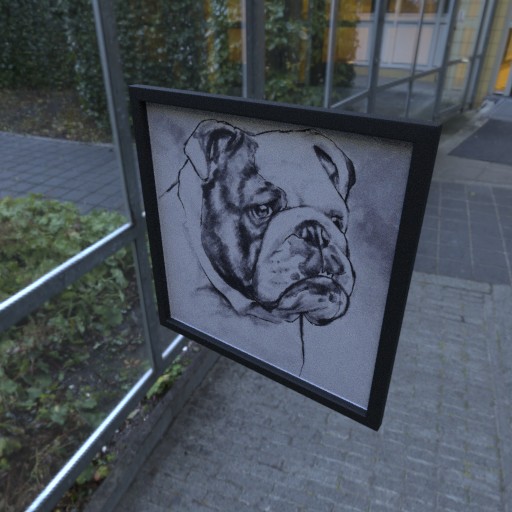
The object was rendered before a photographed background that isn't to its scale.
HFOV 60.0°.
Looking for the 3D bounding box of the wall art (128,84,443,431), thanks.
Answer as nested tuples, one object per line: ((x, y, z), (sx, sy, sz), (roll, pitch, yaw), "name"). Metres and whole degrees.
((0.000, 0.000, 0.674), (0.456, 0.453, 0.022), (19, 34, 30), "wall art")
